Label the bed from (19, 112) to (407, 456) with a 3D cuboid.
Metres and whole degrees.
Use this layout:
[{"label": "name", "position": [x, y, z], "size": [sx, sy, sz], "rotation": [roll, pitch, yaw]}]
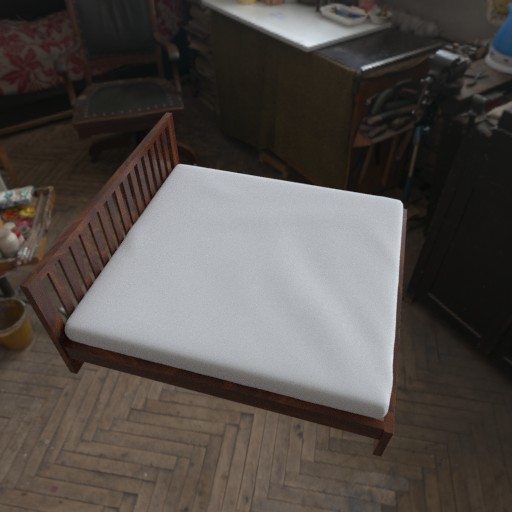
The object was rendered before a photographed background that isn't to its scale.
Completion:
[{"label": "bed", "position": [0.000, 0.000, 3.077], "size": [2.030, 0.890, 1.905], "rotation": [11, 47, 11]}]
